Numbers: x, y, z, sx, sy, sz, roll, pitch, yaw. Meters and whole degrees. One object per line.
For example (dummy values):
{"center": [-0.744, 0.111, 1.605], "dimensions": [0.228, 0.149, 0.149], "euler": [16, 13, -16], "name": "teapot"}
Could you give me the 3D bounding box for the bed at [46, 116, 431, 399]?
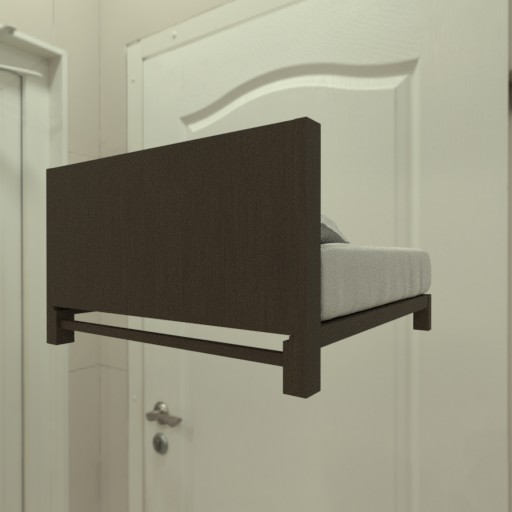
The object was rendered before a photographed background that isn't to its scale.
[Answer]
{"center": [0.000, 0.000, 3.504], "dimensions": [2.143, 1.261, 2.238], "euler": [0, 0, 35], "name": "bed"}
